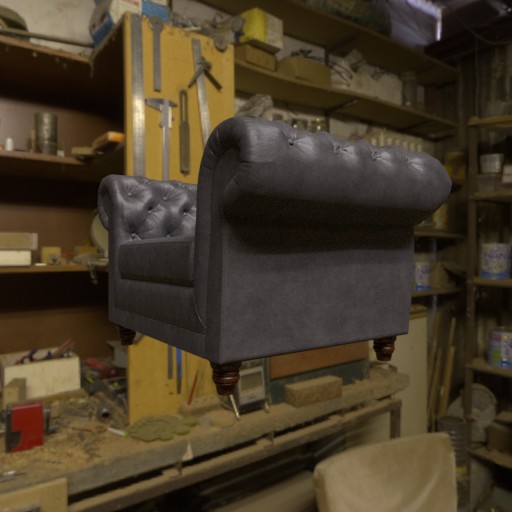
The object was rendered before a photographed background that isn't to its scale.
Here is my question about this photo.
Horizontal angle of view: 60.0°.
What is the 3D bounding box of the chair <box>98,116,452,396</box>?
[{"bbox_3d":[0.000,0.000,1.831,0.943,0.780,1.298,0,0,-35],"label":"chair"}]
